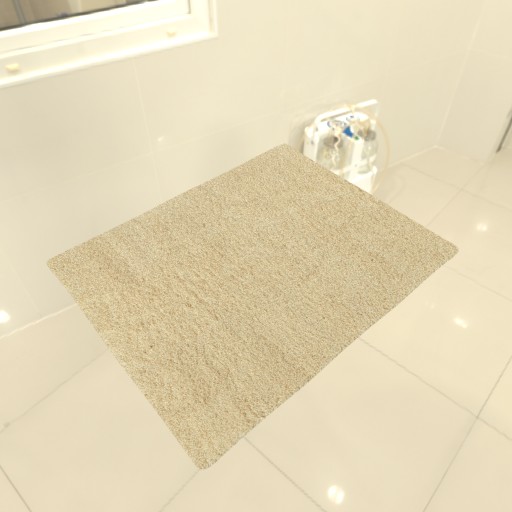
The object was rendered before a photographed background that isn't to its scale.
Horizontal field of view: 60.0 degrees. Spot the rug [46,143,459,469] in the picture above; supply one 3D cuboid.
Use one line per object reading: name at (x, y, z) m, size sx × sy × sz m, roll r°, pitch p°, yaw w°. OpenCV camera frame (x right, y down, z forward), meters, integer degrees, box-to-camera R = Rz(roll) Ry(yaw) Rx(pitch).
rug at (0.000, 0.000, 4.086) m, size 3.001 × 0.025 × 2.401 m, roll -32°, pitch 54°, yaw -27°
